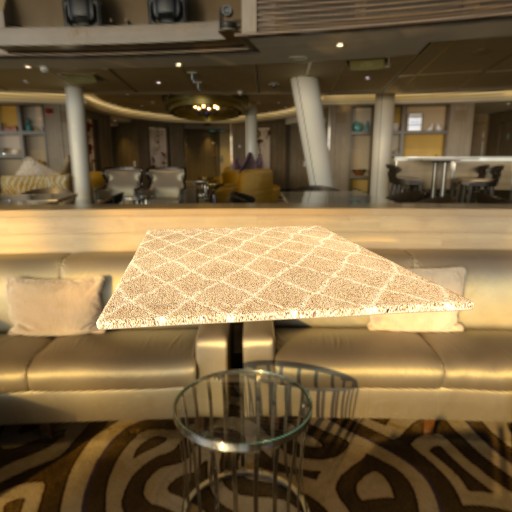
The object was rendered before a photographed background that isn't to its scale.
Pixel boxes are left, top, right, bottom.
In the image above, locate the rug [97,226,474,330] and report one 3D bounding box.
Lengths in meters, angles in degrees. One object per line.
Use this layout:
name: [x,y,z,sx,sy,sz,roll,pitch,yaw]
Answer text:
rug: [0.000,0.000,2.247,1.219,0.030,1.778,-2,12,-8]
